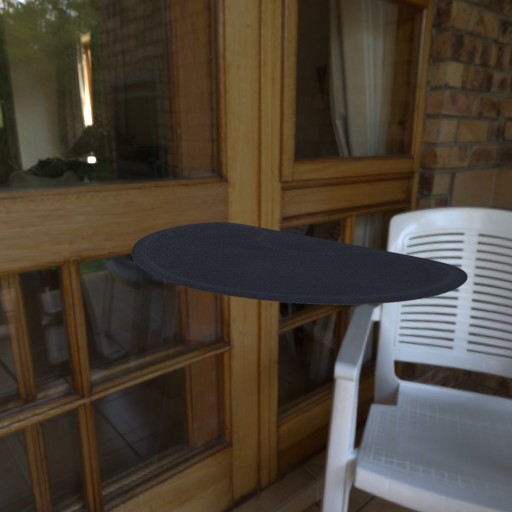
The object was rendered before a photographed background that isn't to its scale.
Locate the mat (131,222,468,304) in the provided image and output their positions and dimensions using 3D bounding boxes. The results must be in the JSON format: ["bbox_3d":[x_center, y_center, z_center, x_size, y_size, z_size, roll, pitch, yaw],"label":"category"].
[{"bbox_3d":[0.000,0.000,1.855,1.524,0.013,0.913,14,20,42],"label":"mat"}]
